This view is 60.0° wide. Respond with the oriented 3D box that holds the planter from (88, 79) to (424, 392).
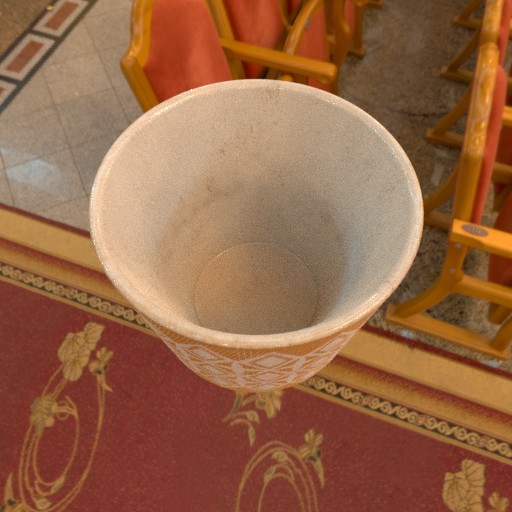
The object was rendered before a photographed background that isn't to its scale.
[{"bbox_3d":[0.000,0.000,0.214,0.126,0.104,0.126,0,60,0],"label":"planter"}]
